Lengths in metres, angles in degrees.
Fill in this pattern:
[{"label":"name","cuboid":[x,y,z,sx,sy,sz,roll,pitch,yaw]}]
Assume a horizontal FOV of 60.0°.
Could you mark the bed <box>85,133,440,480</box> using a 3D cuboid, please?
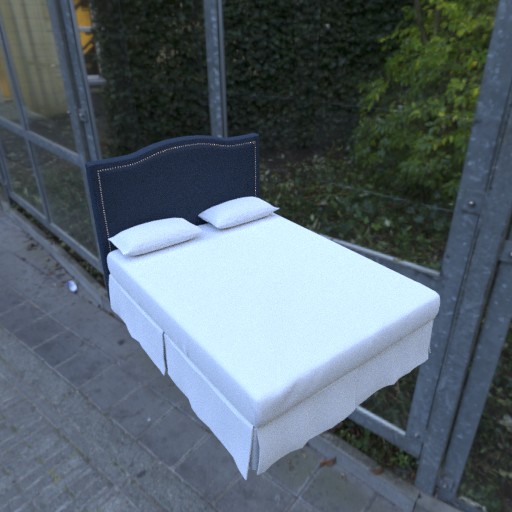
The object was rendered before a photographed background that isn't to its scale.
[{"label":"bed","cuboid":[0.000,0.000,3.468,1.821,1.436,2.282,-20,34,-32]}]
